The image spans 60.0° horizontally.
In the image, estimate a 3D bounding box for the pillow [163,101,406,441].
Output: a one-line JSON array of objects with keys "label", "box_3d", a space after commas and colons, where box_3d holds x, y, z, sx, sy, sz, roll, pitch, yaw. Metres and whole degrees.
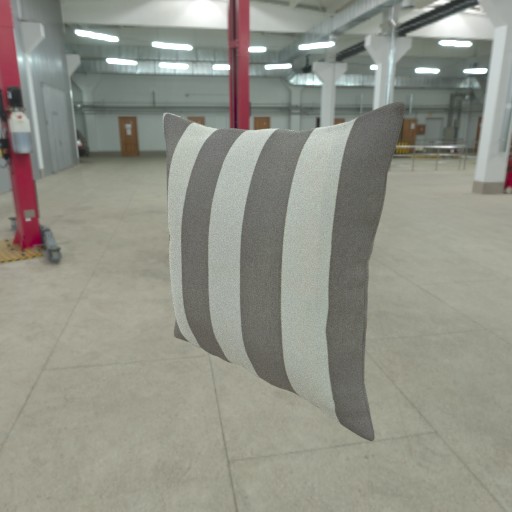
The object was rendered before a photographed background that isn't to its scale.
[{"label": "pillow", "box_3d": [0.000, 0.000, 0.799, 0.522, 0.507, 0.192, 15, 22, 42]}]
